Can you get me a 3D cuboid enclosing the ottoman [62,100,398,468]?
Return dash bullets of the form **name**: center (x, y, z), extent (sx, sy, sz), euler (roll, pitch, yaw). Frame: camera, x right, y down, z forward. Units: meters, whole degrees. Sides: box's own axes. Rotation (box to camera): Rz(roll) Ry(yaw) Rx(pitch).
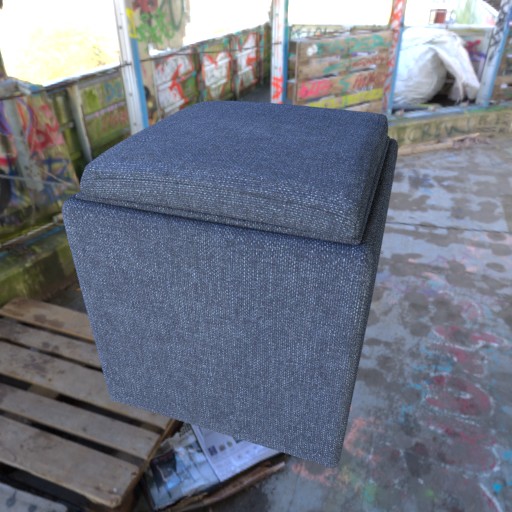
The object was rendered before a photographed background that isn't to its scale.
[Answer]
- **ottoman**: center (0.000, 0.000, 0.833), extent (0.436, 0.493, 0.454), euler (10, 34, 16)
